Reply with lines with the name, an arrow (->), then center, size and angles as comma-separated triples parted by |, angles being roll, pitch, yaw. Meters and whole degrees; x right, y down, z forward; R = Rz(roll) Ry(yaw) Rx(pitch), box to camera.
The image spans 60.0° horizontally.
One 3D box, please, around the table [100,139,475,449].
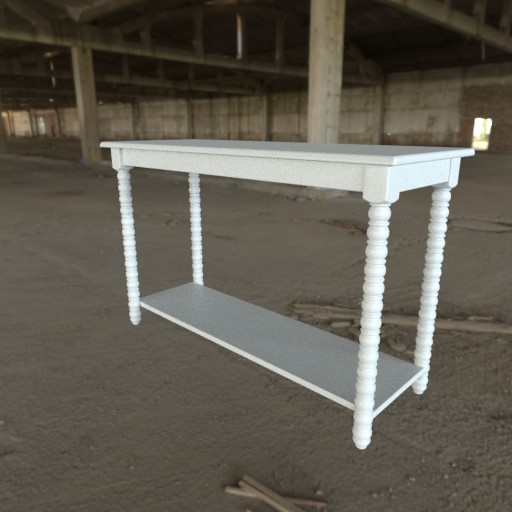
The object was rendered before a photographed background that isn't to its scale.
table -> 0.000, 0.000, 1.514 | 1.184, 0.740, 0.459 | 15, 22, 42
